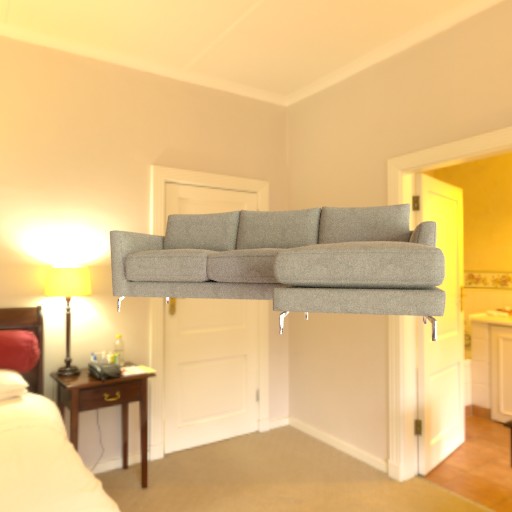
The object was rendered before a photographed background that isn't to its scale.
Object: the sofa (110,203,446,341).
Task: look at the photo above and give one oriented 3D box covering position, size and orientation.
[{"bbox_3d":[0.000,0.000,3.196,2.438,0.864,1.626,0,-2,18],"label":"sofa"}]
